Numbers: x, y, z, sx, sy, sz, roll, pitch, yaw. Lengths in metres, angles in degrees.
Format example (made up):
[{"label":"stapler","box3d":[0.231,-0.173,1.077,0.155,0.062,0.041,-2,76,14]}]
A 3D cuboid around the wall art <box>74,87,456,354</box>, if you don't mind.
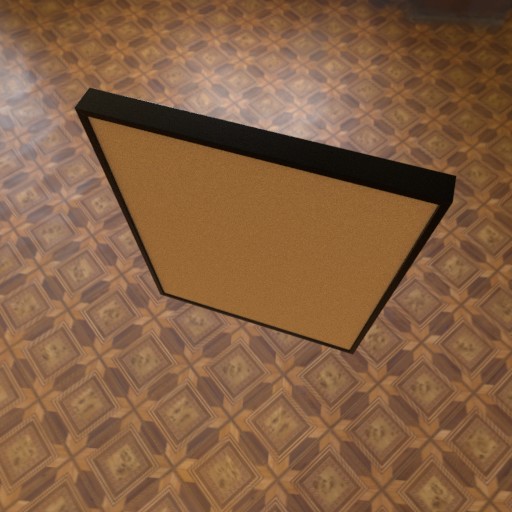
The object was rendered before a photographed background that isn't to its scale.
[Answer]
[{"label":"wall art","box3d":[0.000,0.000,0.753,0.451,0.553,0.039,16,62,9]}]
